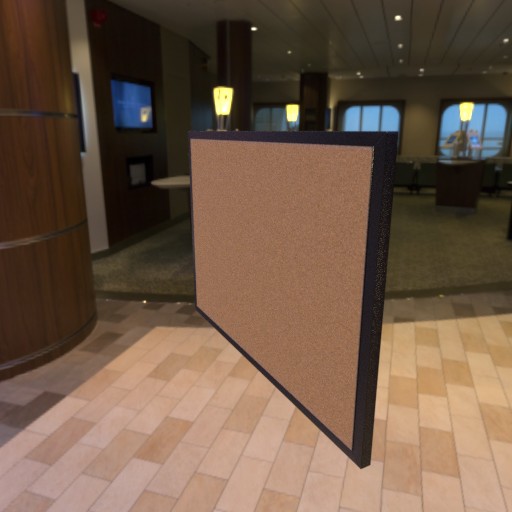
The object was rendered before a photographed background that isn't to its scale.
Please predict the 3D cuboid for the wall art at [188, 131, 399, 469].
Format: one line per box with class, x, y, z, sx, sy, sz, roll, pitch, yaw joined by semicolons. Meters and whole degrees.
wall art;0.000;0.000;0.565;0.013;0.306;0.440;-8;18;-27
